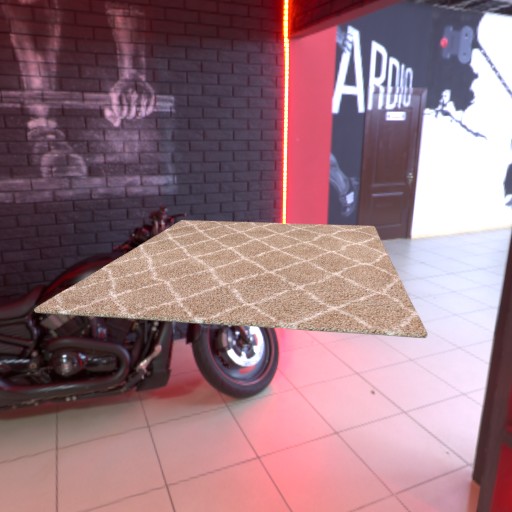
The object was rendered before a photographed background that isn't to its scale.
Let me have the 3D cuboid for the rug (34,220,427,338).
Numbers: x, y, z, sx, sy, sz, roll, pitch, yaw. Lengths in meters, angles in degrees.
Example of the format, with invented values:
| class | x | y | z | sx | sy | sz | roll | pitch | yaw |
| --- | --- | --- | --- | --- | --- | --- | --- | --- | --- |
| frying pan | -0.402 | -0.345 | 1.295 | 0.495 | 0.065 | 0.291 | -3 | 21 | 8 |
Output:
| class | x | y | z | sx | sy | sz | roll | pitch | yaw |
| --- | --- | --- | --- | --- | --- | --- | --- | --- | --- |
| rug | 0.000 | 0.000 | 4.116 | 2.438 | 0.029 | 3.047 | 2 | 16 | 9 |
